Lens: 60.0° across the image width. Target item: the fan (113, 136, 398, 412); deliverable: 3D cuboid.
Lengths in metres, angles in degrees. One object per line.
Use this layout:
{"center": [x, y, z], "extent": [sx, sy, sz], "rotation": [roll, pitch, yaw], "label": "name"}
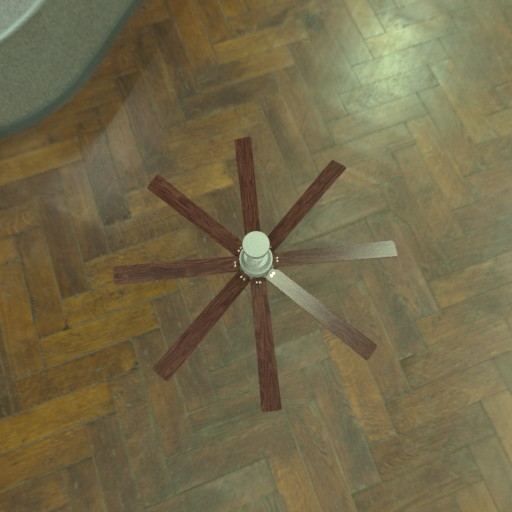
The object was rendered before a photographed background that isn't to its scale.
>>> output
{"center": [0.000, 0.000, 2.734], "extent": [1.830, 0.472, 1.830], "rotation": [-6, 73, -2], "label": "fan"}
